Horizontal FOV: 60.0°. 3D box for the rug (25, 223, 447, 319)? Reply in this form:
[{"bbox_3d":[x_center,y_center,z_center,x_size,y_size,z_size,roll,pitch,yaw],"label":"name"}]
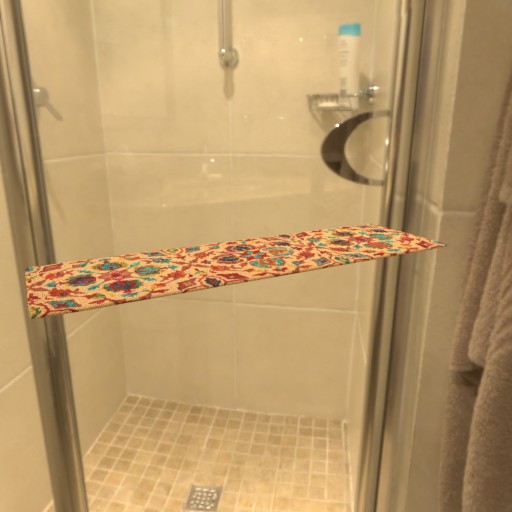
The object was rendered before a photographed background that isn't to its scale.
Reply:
[{"bbox_3d":[0.000,0.000,2.454,2.273,0.016,0.693,-8,18,-27],"label":"rug"}]
